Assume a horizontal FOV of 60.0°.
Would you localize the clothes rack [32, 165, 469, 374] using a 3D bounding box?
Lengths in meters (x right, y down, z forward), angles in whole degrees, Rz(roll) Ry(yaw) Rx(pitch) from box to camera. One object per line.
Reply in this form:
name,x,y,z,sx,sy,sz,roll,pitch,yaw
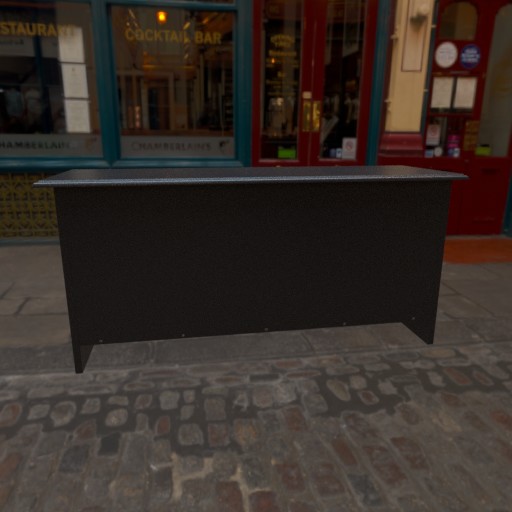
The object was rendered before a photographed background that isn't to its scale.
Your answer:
clothes rack,0.000,0.000,1.482,1.219,0.556,0.406,-3,16,-9
